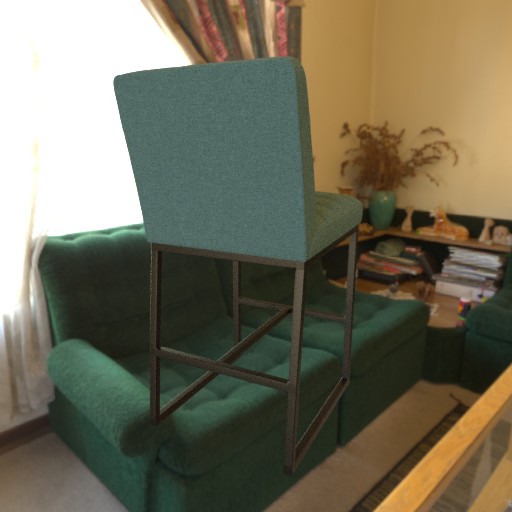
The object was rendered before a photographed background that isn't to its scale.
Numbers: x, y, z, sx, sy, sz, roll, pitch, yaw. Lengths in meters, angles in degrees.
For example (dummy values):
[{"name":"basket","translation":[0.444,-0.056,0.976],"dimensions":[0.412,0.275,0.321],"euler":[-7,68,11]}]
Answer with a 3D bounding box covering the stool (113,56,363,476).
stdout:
[{"name":"stool","translation":[0.000,0.000,1.250],"dimensions":[0.460,0.940,0.560],"euler":[7,16,27]}]
